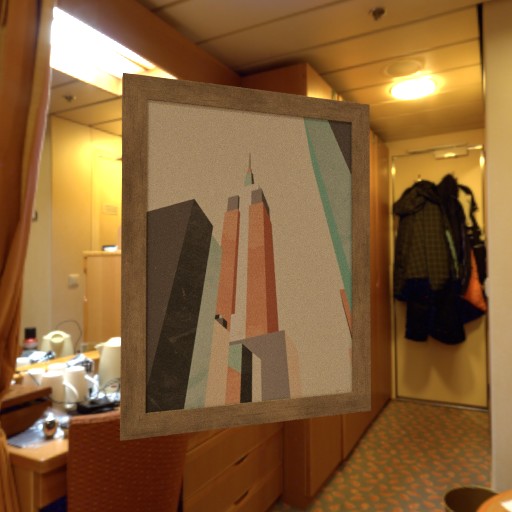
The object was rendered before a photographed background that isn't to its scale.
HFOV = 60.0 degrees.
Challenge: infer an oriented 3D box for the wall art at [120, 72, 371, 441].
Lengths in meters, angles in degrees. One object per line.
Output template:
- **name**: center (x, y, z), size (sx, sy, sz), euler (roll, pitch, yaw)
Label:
- **wall art**: center (0.000, 0.000, 0.917), size (0.534, 0.686, 0.018), euler (0, -1, -18)
